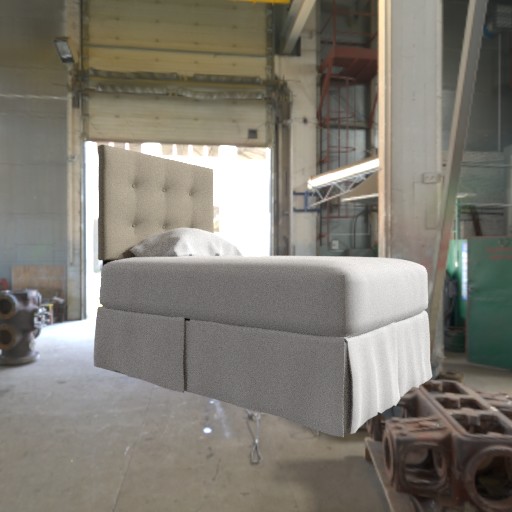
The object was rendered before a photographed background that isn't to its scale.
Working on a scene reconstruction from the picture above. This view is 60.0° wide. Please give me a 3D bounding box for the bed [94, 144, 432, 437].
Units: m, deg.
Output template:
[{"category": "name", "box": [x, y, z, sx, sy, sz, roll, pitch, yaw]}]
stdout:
[{"category": "bed", "box": [0.000, 0.000, 2.981, 1.997, 1.571, 1.261, 0, 0, 38]}]
